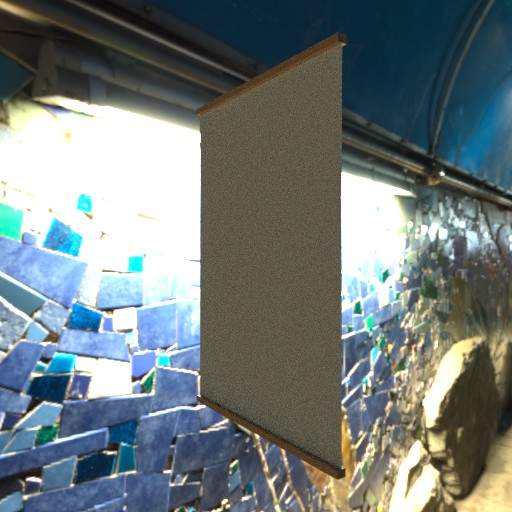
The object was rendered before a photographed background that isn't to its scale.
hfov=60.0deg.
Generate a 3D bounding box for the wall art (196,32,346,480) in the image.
[{"bbox_3d":[0.000,0.000,1.288,0.027,1.020,0.669,0,1,-36],"label":"wall art"}]
